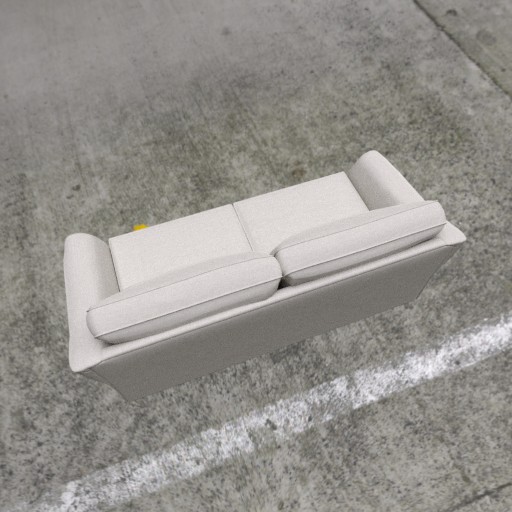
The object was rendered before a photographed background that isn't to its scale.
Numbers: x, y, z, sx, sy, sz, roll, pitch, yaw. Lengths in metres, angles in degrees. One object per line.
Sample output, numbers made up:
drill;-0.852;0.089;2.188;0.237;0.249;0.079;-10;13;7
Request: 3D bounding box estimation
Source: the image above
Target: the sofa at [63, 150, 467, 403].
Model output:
sofa;0.000;0.000;2.810;2.270;0.965;0.980;-17;59;-11
